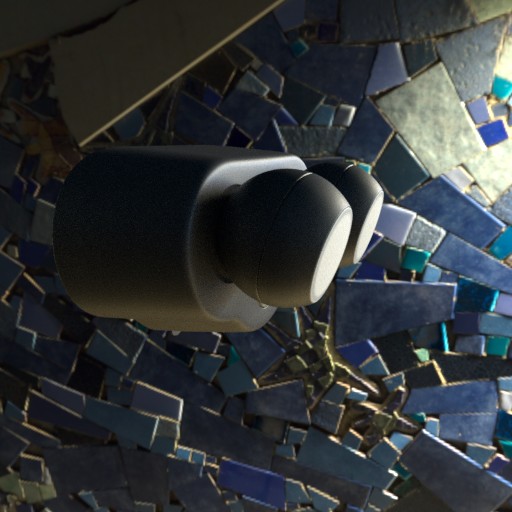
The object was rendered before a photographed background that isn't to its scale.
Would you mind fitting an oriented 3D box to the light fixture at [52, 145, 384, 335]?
[{"bbox_3d":[0.000,0.000,0.332,0.159,0.159,0.229,7,16,26],"label":"light fixture"}]
